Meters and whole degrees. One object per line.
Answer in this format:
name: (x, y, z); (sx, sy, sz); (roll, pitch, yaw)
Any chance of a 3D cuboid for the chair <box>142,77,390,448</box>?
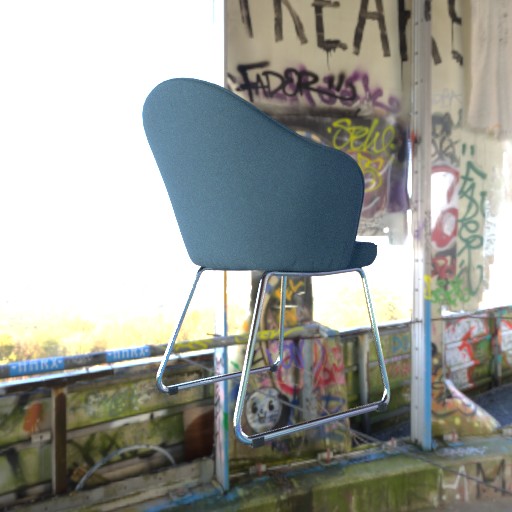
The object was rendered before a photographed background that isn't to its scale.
chair: (0.000, 0.000, 1.217); (0.585, 0.815, 0.570); (-1, 1, -36)
